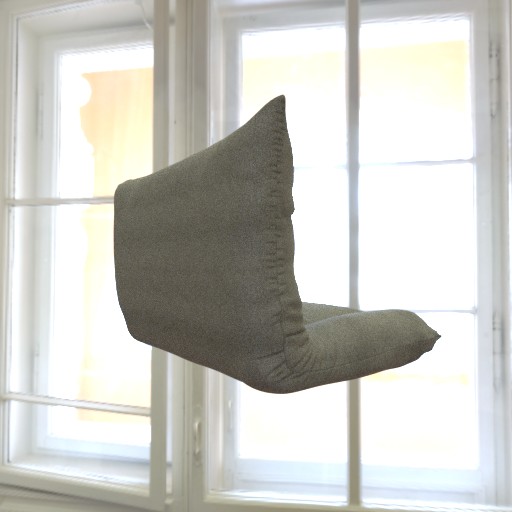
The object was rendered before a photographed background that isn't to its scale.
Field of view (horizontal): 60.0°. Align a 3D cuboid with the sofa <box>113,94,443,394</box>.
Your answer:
[{"bbox_3d":[0.000,0.000,1.761,0.847,0.795,1.144,1,-1,-36],"label":"sofa"}]
